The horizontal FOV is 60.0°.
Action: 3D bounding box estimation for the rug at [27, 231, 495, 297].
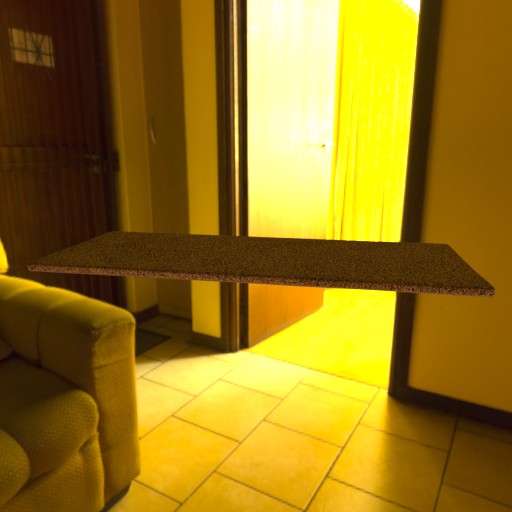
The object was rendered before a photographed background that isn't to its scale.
[{"bbox_3d":[0.000,0.000,1.701,1.524,0.030,0.609,3,14,10],"label":"rug"}]
